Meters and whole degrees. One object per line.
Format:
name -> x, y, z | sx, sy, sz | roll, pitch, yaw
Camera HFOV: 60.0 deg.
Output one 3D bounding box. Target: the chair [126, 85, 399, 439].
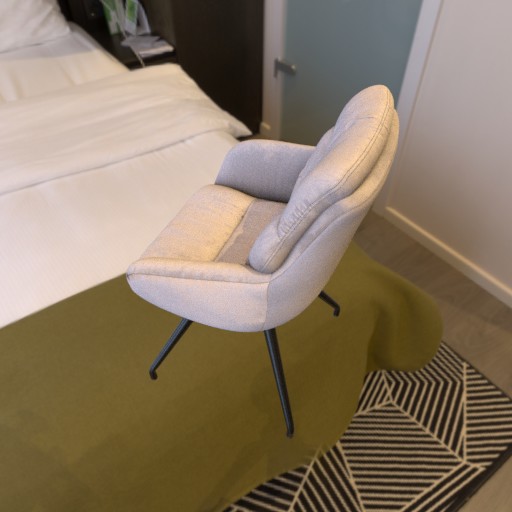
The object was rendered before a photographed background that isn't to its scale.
chair -> 0.000, 0.000, 1.196 | 0.569, 0.888, 0.579 | 17, 48, 16
